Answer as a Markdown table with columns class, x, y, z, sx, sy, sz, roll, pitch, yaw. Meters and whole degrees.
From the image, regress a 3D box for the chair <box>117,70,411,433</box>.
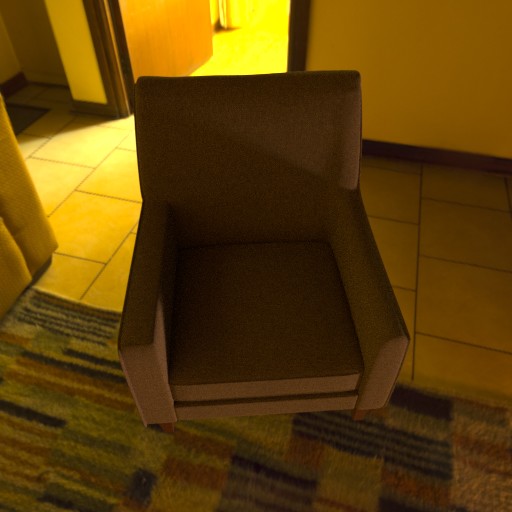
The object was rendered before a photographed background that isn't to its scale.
| class | x | y | z | sx | sy | sz | roll | pitch | yaw |
| --- | --- | --- | --- | --- | --- | --- | --- | --- | --- |
| chair | 0.000 | 0.000 | 1.518 | 0.780 | 0.919 | 0.899 | -3 | 45 | -3 |
